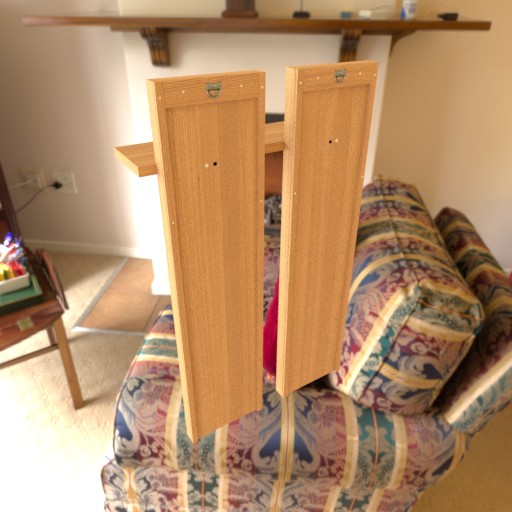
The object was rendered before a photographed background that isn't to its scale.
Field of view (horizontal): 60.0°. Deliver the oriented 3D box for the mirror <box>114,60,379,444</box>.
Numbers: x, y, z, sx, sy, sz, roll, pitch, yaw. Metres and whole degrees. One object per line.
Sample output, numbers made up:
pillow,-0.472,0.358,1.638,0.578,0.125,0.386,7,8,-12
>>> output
mirror,0.000,0.000,1.571,0.800,1.250,0.260,-17,34,-27
